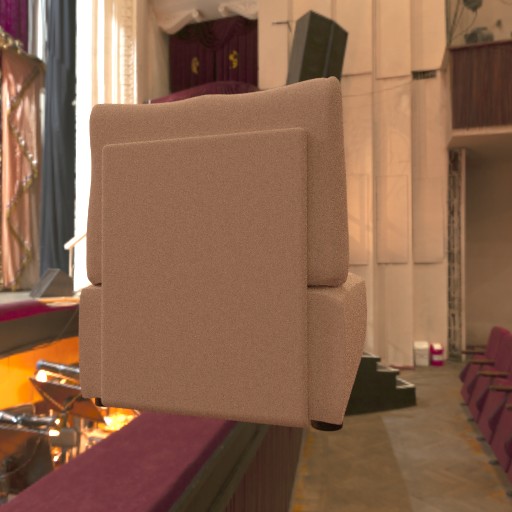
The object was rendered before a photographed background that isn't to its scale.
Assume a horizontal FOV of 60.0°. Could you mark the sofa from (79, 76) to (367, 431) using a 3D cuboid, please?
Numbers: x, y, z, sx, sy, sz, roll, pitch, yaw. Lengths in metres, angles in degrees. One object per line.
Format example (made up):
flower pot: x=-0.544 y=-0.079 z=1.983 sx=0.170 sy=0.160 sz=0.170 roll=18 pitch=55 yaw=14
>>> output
sofa: x=0.000 y=0.000 z=1.536 sx=0.700 sy=0.820 sz=1.000 roll=0 pitch=-1 yaw=17
